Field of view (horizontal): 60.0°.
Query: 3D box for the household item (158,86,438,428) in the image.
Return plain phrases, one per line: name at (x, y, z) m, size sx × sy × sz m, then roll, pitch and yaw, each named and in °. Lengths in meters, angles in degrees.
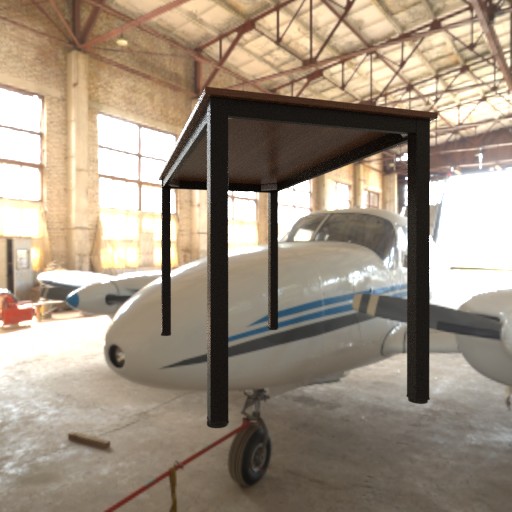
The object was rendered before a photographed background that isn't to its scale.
household item at (0.000, 0.000, 1.618) m, size 0.600 × 0.750 × 1.200 m, roll 0°, pitch 0°, yaw -17°
